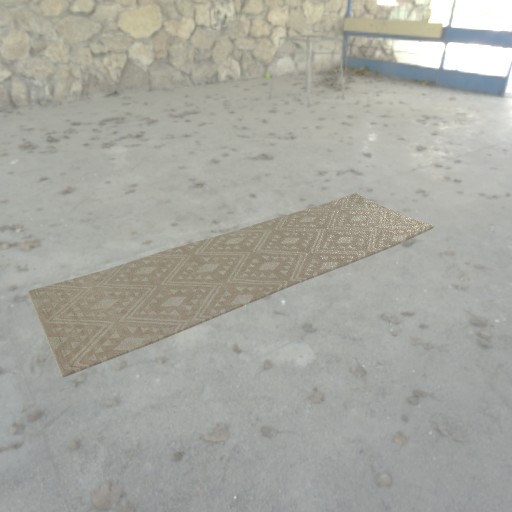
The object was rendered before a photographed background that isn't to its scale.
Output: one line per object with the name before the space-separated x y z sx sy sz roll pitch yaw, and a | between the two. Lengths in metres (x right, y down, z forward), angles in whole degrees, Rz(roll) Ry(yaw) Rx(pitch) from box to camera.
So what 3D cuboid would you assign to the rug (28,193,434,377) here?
rug | 0.000 0.000 2.703 2.452 0.051 0.752 -19 35 -29
